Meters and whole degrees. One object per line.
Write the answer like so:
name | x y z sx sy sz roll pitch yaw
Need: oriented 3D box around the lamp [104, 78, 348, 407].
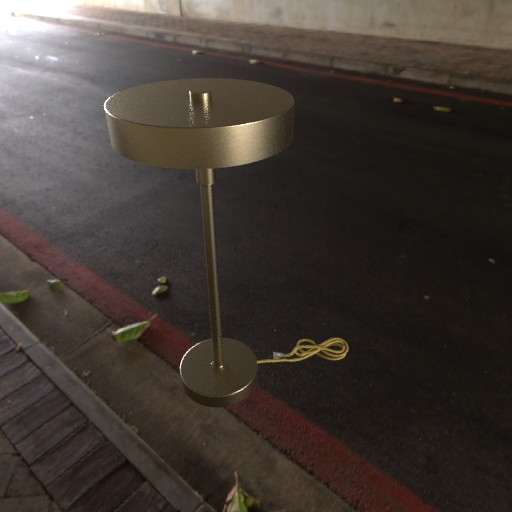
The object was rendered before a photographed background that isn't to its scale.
lamp | 0.000 0.000 0.696 0.369 0.508 0.229 -9 35 -14
